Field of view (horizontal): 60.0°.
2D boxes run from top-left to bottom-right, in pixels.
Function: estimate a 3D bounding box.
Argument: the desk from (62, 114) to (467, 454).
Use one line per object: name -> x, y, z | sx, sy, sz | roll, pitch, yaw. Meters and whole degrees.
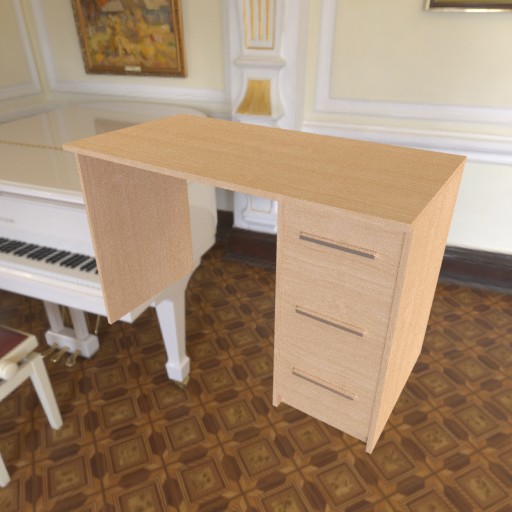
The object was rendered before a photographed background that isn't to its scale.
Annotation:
desk -> 0.000, 0.000, 1.520 | 1.097, 0.735, 0.560 | 18, 34, 29
